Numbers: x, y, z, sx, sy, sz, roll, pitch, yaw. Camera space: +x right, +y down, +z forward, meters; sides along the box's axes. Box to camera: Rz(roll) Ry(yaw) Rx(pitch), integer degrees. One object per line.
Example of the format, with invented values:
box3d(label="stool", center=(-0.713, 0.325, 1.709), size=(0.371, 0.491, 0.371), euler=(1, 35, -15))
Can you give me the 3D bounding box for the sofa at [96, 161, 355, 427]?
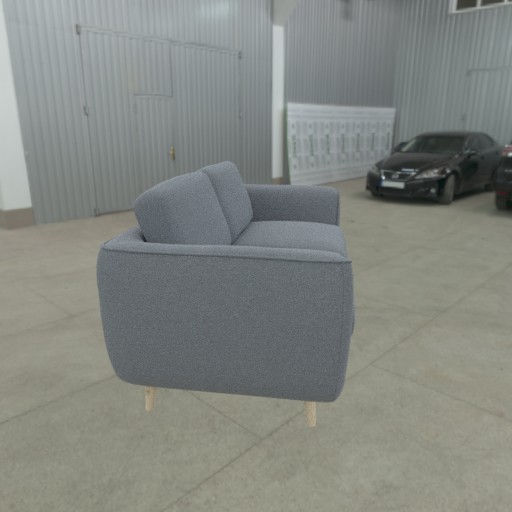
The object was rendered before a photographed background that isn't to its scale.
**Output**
box3d(label="sofa", center=(0.000, 0.000, 2.209), size=(0.920, 0.850, 1.700), euler=(3, 17, 8))
